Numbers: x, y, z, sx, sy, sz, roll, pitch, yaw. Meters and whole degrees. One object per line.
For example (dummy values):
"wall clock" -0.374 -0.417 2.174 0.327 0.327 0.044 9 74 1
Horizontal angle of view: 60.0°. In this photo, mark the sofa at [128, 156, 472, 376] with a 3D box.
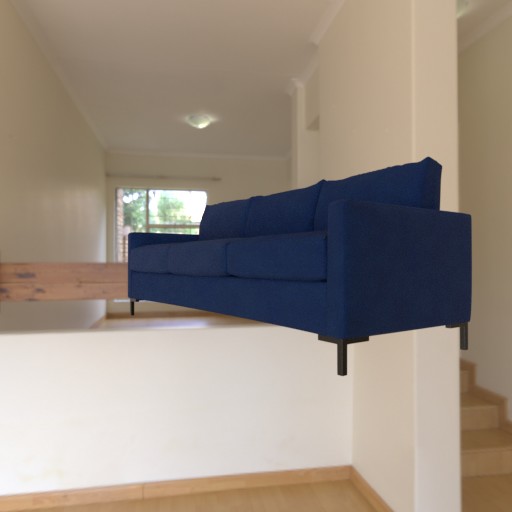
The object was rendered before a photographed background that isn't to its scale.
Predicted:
"sofa" 0.000 0.000 2.687 0.875 0.879 2.252 1 -1 -35
